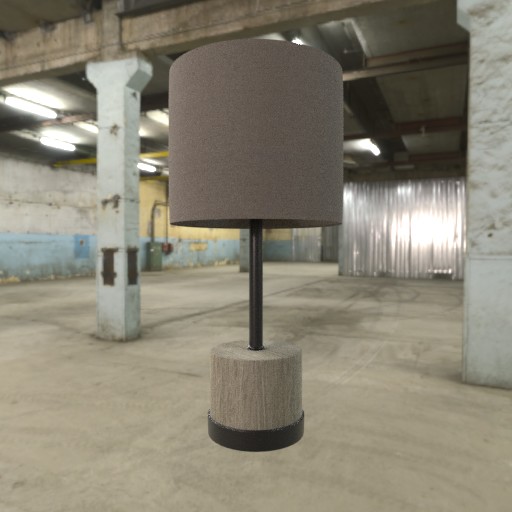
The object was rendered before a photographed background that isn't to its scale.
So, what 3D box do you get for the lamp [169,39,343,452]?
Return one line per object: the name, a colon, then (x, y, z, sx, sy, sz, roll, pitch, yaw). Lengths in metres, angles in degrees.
lamp: (0.000, 0.000, 0.593, 0.229, 0.470, 0.229, -1, 1, -38)
